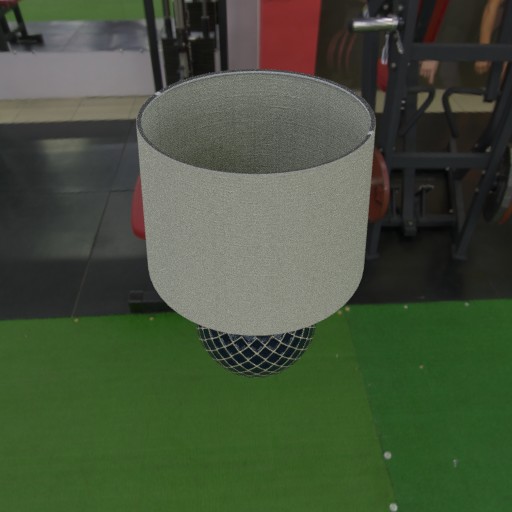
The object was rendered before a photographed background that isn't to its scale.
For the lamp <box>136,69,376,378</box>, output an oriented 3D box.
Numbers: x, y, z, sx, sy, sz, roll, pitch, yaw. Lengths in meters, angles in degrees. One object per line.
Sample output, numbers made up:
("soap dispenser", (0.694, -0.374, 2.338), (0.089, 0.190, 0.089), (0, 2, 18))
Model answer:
("lamp", (0.000, 0.000, 0.793), (0.376, 0.540, 0.376), (0, 42, 0))
